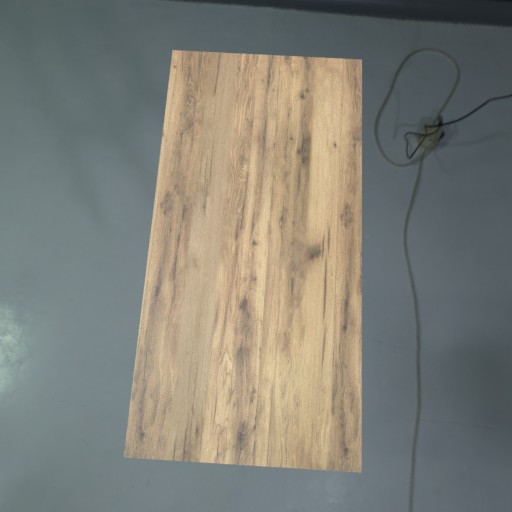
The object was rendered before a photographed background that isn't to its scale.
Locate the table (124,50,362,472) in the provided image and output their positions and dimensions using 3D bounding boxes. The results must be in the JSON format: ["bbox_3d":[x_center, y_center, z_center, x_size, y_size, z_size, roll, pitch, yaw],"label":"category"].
[{"bbox_3d":[0.000,0.000,2.473,1.000,0.770,2.000,3,76,1],"label":"table"}]
